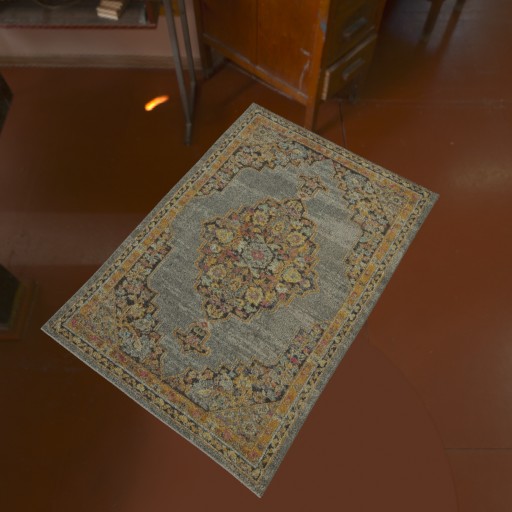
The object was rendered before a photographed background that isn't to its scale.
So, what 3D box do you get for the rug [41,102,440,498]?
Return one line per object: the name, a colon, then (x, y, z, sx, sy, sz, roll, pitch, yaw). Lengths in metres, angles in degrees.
rug: (0.000, 0.000, 3.903, 2.158, 0.024, 3.063, 31, 67, 15)
